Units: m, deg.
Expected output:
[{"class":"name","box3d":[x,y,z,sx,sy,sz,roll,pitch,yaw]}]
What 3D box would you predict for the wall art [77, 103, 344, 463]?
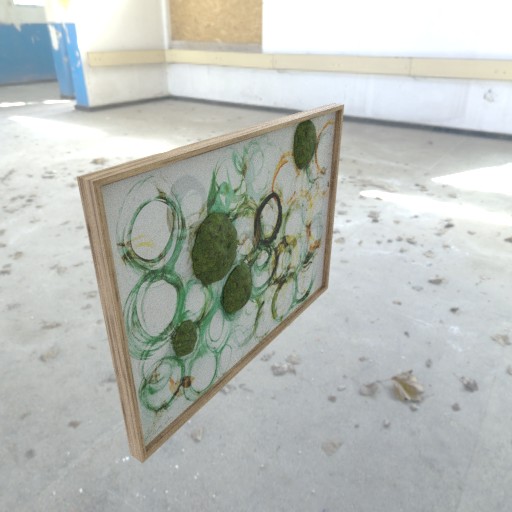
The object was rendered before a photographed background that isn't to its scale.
[{"class":"wall art","box3d":[0.000,0.000,1.089,0.063,0.609,0.841,18,33,31]}]
